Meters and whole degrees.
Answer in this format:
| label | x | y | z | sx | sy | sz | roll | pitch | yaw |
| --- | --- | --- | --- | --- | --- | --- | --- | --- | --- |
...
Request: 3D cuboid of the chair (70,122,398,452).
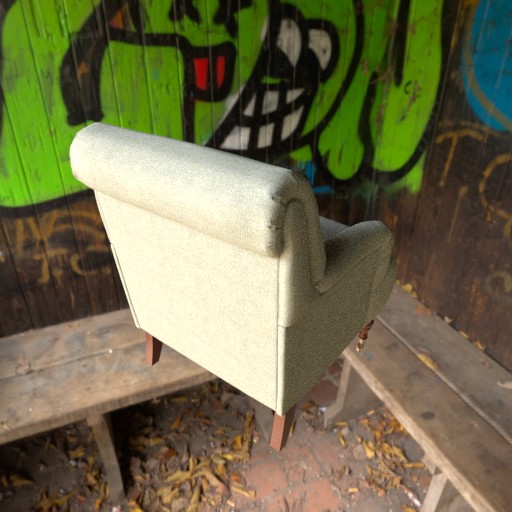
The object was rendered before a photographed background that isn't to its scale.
| label | x | y | z | sx | sy | sz | roll | pitch | yaw |
| --- | --- | --- | --- | --- | --- | --- | --- | --- | --- |
| chair | 0.000 | 0.000 | 1.936 | 0.964 | 1.178 | 1.060 | 22 | 37 | 32 |
